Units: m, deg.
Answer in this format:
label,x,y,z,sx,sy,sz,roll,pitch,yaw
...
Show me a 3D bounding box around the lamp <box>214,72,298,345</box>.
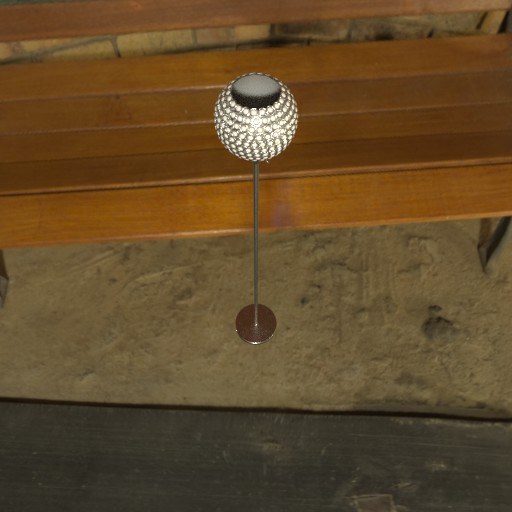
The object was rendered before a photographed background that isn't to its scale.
label,x,y,z,sx,sy,sz,roll,pitch,yaw
lamp,0.000,0.000,1.926,0.254,1.805,0.254,0,62,0
